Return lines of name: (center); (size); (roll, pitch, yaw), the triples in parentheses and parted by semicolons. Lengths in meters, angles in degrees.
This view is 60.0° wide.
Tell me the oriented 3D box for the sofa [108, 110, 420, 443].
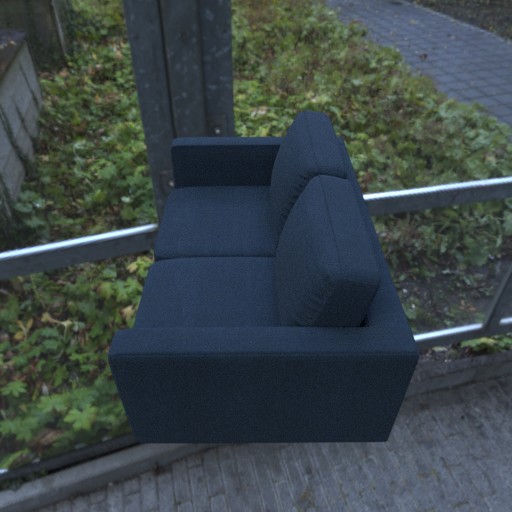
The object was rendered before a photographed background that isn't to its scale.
sofa: (0.000, 0.000, 2.082); (0.999, 0.930, 1.518); (0, 40, 0)
